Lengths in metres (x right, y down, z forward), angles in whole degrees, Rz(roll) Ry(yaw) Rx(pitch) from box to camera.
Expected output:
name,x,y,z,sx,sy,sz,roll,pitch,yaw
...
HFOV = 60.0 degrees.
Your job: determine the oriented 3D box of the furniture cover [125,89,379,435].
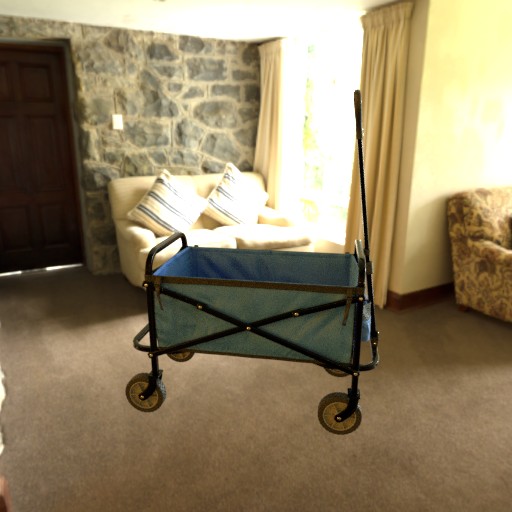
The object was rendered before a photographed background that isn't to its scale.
name,x,y,z,sx,sy,sz,roll,pitch,yaw
furniture cover,0.000,0.000,1.848,1.038,1.295,0.532,3,16,10
